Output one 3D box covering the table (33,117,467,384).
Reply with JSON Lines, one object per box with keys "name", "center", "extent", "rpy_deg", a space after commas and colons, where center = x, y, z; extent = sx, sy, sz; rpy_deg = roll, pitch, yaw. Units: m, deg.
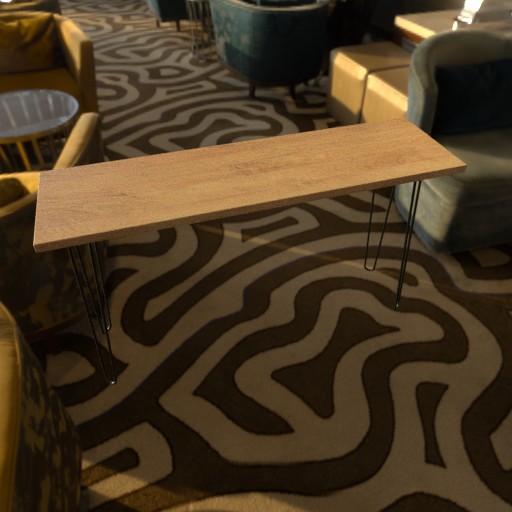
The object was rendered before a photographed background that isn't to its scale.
{"name": "table", "center": [0.000, 0.000, 1.772], "extent": [1.400, 0.799, 0.399], "rpy_deg": [-12, 43, -13]}
